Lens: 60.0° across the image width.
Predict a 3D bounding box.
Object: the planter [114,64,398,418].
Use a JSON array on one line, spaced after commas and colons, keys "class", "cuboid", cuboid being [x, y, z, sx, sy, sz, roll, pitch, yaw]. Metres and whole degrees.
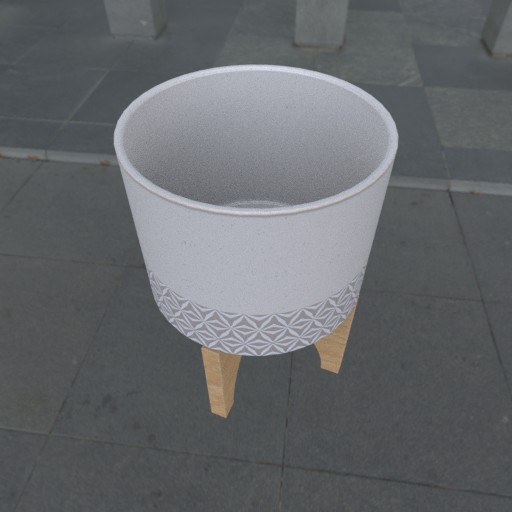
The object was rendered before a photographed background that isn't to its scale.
[{"class": "planter", "cuboid": [0.000, 0.000, 0.393, 0.188, 0.260, 0.188, 0, 46, 0]}]
